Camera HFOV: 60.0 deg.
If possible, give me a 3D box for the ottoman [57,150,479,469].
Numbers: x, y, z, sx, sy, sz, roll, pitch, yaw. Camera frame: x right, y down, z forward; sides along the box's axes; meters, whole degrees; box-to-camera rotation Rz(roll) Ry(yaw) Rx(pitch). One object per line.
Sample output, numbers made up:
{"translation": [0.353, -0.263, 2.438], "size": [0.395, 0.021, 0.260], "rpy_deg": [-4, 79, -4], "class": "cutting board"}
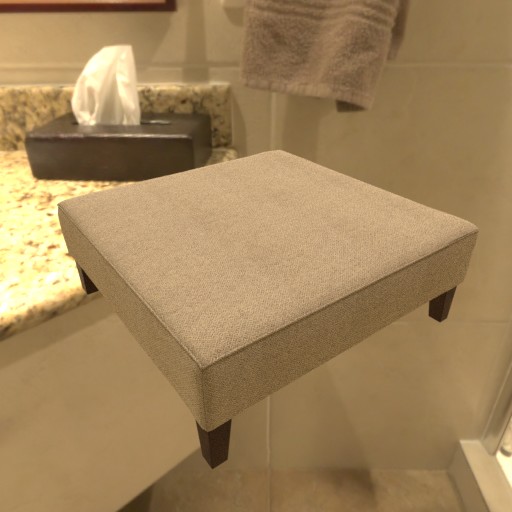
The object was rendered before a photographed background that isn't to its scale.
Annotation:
{"translation": [0.000, 0.000, 1.484], "size": [0.982, 0.381, 0.973], "rpy_deg": [-21, 36, -31], "class": "ottoman"}
